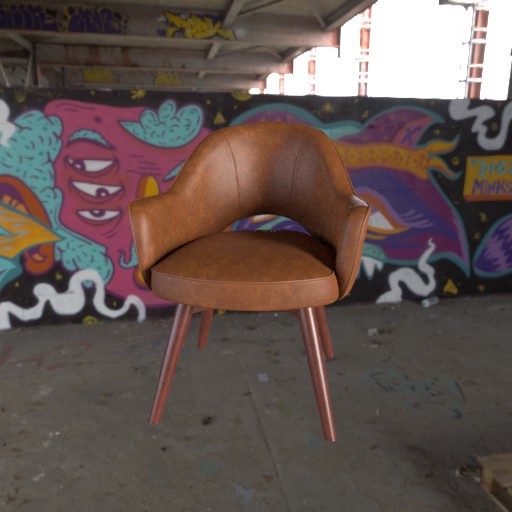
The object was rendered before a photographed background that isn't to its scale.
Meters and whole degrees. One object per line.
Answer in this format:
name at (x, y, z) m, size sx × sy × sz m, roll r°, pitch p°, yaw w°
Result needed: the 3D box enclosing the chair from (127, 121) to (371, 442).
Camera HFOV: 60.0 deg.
chair at (0.000, 0.000, 1.263) m, size 0.591 × 0.777 × 0.640 m, roll 2°, pitch 13°, yaw 9°
